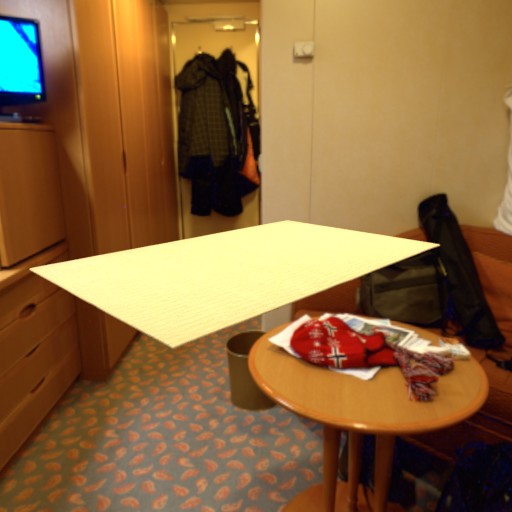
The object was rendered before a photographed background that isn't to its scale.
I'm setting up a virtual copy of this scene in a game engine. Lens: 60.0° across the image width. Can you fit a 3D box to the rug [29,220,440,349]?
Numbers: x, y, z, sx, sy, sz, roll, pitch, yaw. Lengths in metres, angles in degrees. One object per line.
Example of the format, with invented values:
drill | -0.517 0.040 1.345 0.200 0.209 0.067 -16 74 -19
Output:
rug | 0.000 0.000 3.040 1.531 0.014 2.441 14 20 43
